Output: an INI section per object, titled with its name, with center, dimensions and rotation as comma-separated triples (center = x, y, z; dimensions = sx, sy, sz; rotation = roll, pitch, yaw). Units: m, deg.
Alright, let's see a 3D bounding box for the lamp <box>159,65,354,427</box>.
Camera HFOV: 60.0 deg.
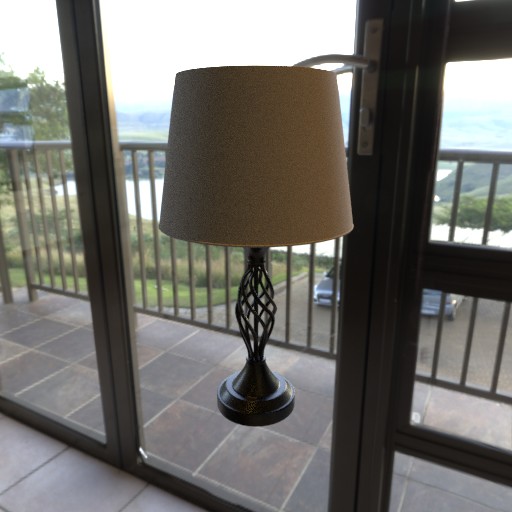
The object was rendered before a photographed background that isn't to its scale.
[lamp]
center = 0.000, 0.000, 0.784
dimensions = 0.331, 0.594, 0.331
rotation = 0, 16, 0
